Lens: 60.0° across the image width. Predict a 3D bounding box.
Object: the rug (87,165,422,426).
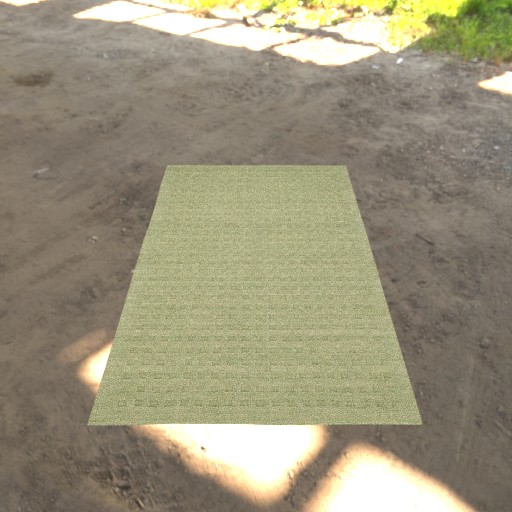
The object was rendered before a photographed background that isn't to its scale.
[{"bbox_3d":[0.000,0.000,2.165,1.143,0.006,1.747,0,41,0],"label":"rug"}]
